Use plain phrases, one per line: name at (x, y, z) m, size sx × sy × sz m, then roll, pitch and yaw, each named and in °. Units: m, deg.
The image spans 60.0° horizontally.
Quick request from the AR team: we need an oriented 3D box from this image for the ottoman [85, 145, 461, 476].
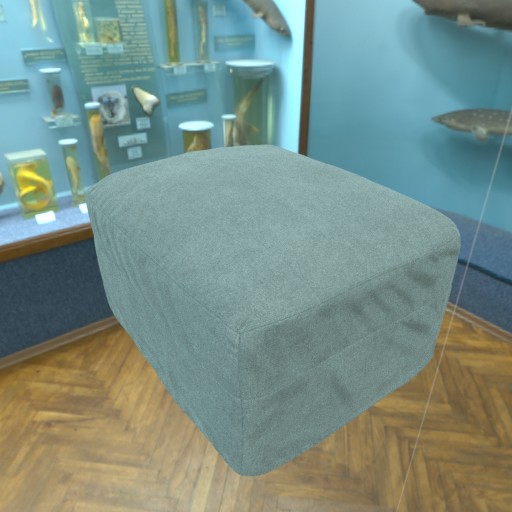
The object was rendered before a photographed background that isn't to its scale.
ottoman at (0.000, 0.000, 1.216) m, size 0.683 × 0.481 × 0.837 m, roll -20°, pitch 36°, yaw -30°
